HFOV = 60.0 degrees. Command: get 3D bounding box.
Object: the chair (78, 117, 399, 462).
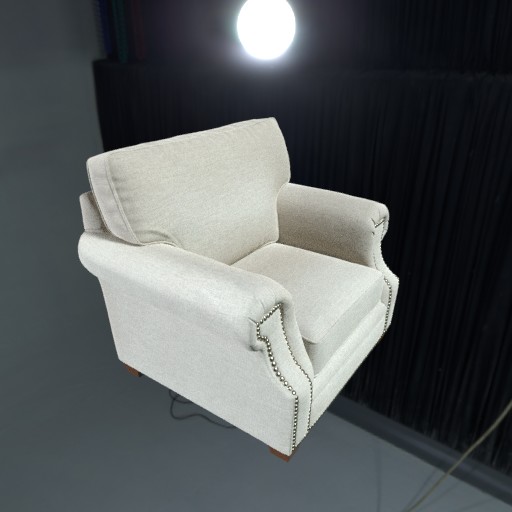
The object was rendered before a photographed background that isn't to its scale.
[{"bbox_3d":[0.000,0.000,1.842,0.965,0.961,1.092,17,31,31],"label":"chair"}]
